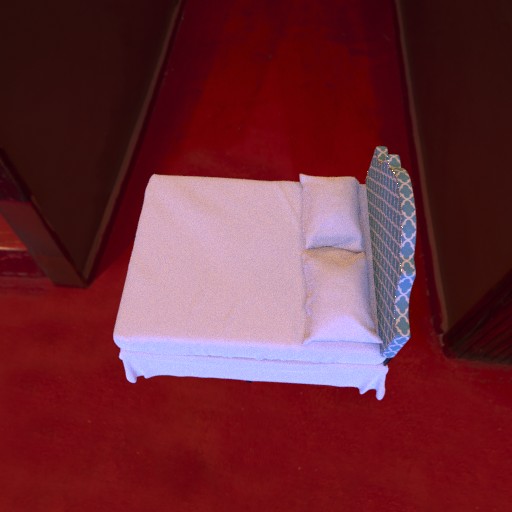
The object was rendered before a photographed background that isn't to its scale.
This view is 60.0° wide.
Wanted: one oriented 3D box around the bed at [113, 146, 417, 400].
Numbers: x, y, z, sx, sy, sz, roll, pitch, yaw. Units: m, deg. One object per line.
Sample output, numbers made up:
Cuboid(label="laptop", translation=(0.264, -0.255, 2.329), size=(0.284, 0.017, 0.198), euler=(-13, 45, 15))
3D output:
Cuboid(label="bed", translation=(0.000, 0.000, 3.472), size=(2.222, 1.633, 1.780), euler=(3, 59, 2))
